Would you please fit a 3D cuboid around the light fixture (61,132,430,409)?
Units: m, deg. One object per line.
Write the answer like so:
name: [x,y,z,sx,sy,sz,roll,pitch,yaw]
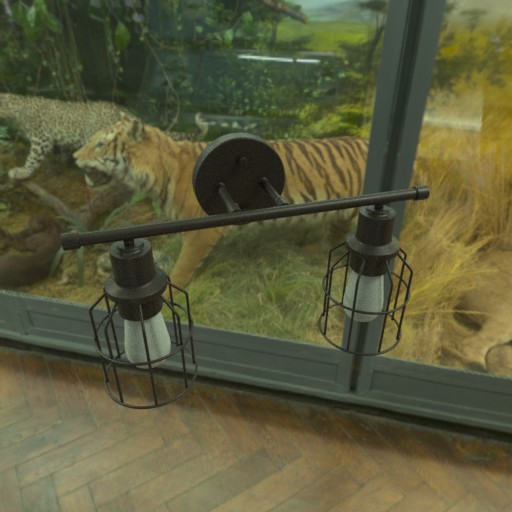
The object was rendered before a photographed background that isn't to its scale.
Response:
light fixture: [0.000,0.000,0.536,0.406,0.254,0.165,-9,33,-14]
